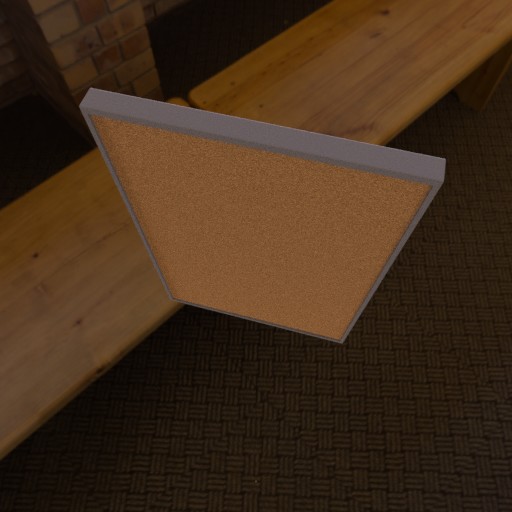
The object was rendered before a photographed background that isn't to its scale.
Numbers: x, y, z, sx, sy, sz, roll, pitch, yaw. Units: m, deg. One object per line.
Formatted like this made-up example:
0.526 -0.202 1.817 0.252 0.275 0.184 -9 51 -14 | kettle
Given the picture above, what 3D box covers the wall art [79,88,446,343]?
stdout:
0.000 0.000 0.944 0.511 0.753 0.039 13 64 7 | wall art
